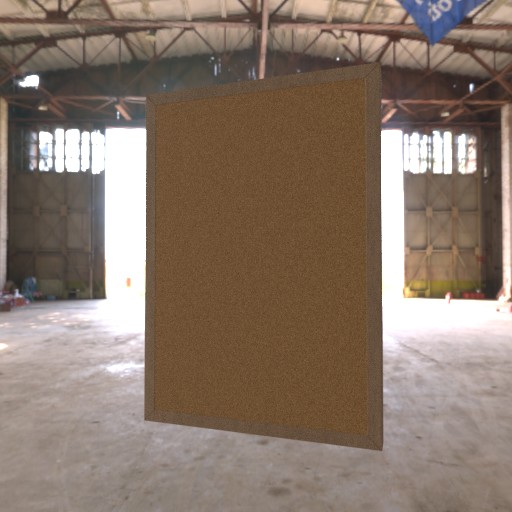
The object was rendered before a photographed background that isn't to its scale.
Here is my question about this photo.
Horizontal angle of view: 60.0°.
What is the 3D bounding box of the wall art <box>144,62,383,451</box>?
[{"bbox_3d":[0.000,0.000,0.650,0.356,0.509,0.031,0,-1,19],"label":"wall art"}]
